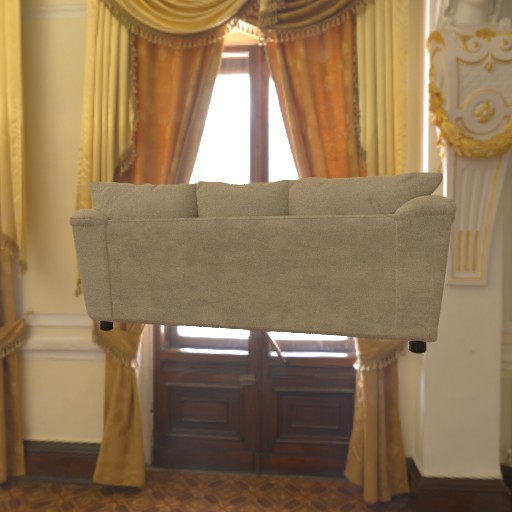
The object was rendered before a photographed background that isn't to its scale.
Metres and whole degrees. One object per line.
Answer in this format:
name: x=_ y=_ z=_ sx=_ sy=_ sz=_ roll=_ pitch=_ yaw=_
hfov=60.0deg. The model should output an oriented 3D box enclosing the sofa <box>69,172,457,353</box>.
sofa: x=0.000 y=0.000 z=2.874 sx=2.377 sy=0.981 sz=0.893 roll=1 pitch=2 yaw=18
